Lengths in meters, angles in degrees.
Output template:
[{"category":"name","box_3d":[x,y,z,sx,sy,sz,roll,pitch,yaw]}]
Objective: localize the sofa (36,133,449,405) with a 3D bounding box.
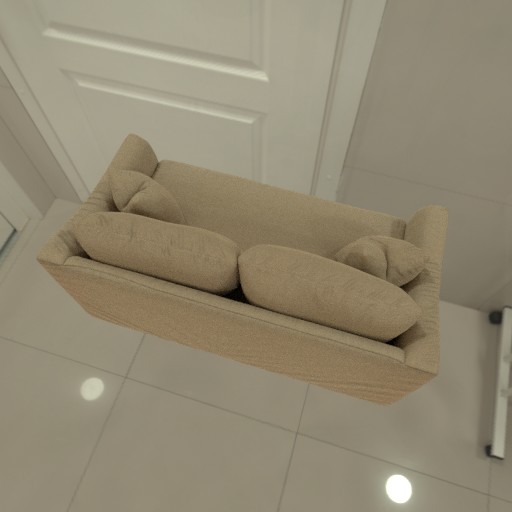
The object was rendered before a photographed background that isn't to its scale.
[{"category":"sofa","box_3d":[0.000,0.000,2.614,2.010,1.018,1.072,15,63,8]}]
